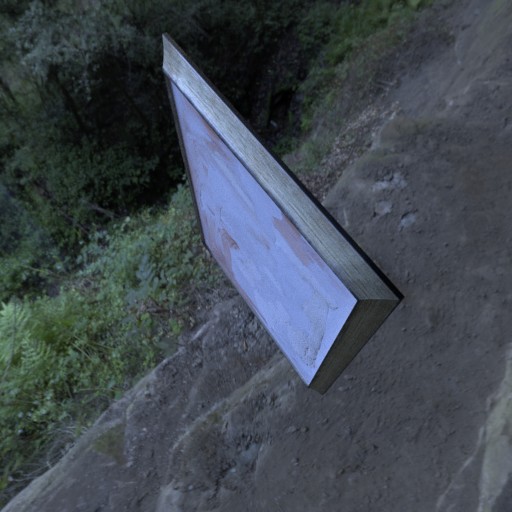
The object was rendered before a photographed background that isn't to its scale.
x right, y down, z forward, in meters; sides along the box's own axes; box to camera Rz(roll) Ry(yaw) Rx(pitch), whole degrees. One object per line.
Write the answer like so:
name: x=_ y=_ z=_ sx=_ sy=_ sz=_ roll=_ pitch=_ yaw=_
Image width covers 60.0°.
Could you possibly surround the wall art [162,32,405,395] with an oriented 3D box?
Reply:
wall art: x=0.000 y=0.000 z=0.622 sx=0.023 sy=0.457 sz=0.381 roll=-32 pitch=68 yaw=-15
